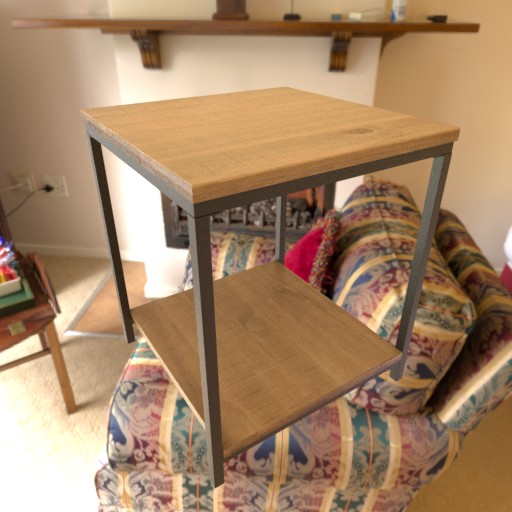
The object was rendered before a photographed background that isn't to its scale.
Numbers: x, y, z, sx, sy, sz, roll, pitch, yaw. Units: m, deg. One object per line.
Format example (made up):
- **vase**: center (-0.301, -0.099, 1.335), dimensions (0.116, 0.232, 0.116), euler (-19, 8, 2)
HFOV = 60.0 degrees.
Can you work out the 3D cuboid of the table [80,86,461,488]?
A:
- **table**: center (0.000, 0.000, 0.965), dimensions (0.507, 0.589, 0.503), euler (-18, 34, -28)
